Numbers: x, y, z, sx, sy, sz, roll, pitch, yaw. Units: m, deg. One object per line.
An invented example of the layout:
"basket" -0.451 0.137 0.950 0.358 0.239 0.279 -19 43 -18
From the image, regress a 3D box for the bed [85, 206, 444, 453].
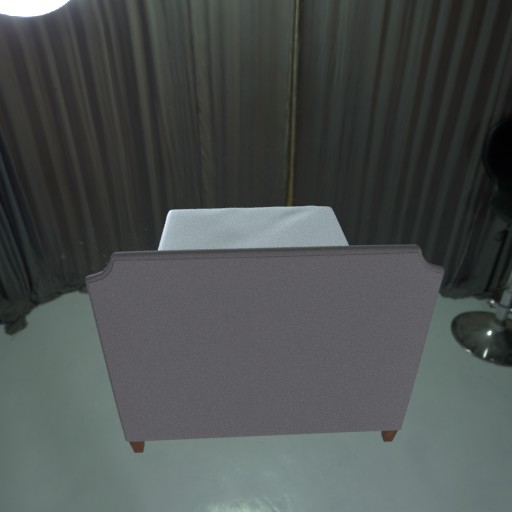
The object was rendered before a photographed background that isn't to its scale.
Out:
"bed" 0.000 0.000 3.377 1.713 1.443 2.372 -1 31 -2
